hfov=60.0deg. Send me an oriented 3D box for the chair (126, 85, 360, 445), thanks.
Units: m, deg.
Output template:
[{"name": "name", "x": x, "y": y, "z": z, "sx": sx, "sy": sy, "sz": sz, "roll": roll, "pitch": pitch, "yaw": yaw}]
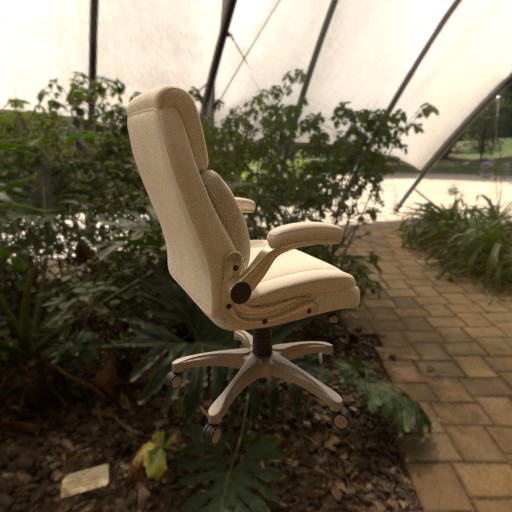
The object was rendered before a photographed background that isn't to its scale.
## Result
[{"name": "chair", "x": 0.000, "y": 0.000, "z": 1.618, "sx": 0.794, "sy": 1.110, "sz": 0.740, "roll": -8, "pitch": 17, "yaw": -27}]
